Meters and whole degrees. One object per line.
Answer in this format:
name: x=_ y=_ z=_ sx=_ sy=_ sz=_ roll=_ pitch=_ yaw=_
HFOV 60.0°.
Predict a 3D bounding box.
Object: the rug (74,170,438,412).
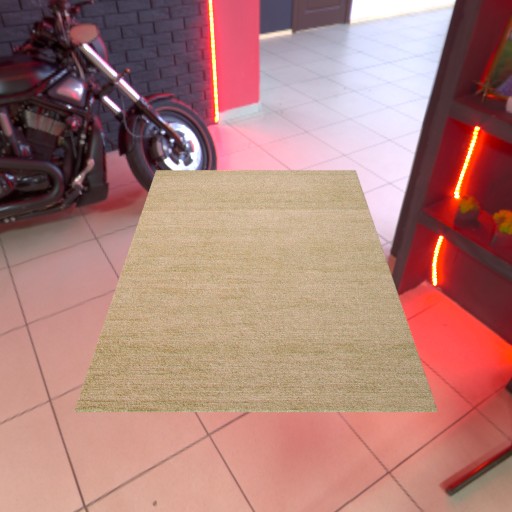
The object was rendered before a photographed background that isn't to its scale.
rug: x=0.000 y=0.000 z=4.168 sx=2.425 sy=0.016 sz=3.198 roll=0 pitch=40 yaw=0
